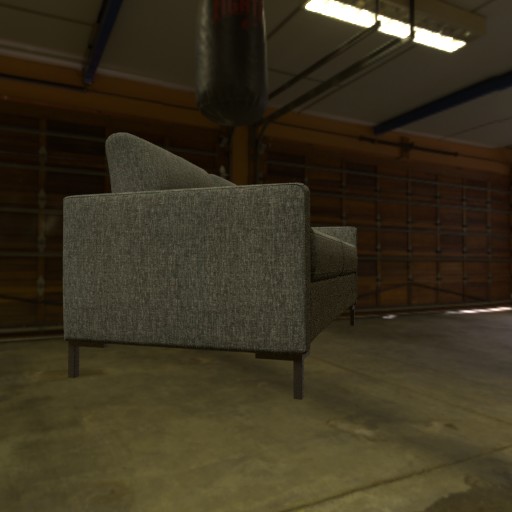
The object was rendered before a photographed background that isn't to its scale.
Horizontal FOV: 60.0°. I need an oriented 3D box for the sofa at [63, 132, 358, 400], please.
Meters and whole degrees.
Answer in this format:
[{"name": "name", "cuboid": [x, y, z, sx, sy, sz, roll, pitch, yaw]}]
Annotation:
[{"name": "sofa", "cuboid": [0.000, 0.000, 2.184, 0.866, 0.862, 1.716, 0, -1, 18]}]
